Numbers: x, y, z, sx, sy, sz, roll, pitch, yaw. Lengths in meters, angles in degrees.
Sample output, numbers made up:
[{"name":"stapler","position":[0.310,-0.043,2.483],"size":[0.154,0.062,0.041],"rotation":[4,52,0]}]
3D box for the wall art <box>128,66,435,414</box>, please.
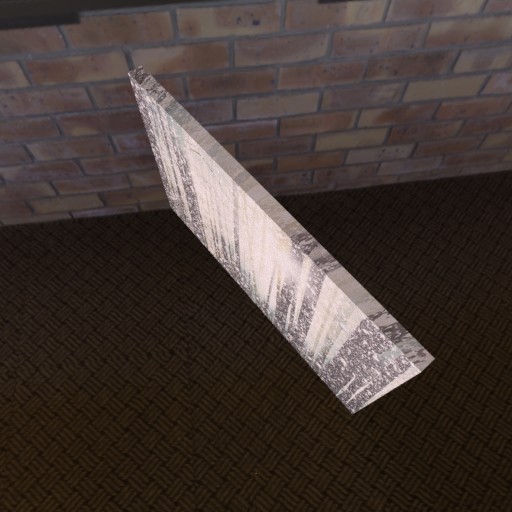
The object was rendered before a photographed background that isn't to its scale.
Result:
[{"name":"wall art","position":[0.000,0.000,1.180],"size":[0.038,0.598,0.919],"rotation":[-36,69,-16]}]
